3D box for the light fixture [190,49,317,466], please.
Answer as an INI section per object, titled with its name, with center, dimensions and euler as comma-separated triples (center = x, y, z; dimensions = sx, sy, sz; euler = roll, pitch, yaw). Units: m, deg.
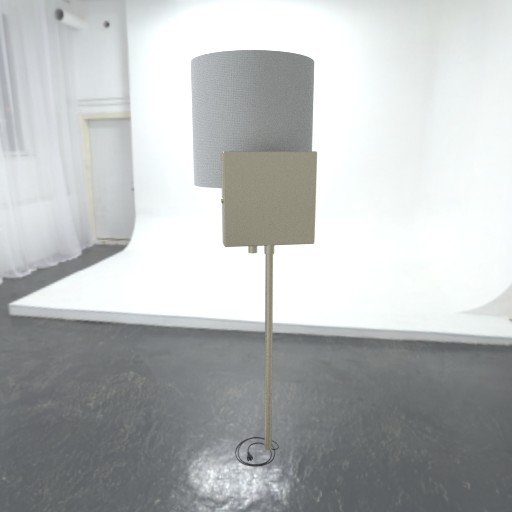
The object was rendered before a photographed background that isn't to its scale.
[light fixture]
center = 0.000, 0.000, 0.714
dimensions = 0.188, 0.589, 0.248
euler = -2, 13, -10
